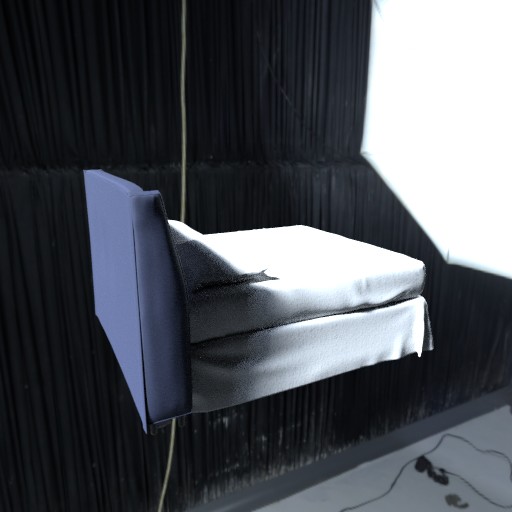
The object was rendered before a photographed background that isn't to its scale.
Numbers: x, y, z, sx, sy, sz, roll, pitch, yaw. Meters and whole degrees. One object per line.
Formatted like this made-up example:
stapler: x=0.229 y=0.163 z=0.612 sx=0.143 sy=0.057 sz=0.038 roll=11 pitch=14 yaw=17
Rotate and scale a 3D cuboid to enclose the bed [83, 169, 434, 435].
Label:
bed: x=0.000 y=0.000 z=3.501 sx=2.276 sy=1.332 sz=1.925 roll=-7 pitch=16 yaw=-26
